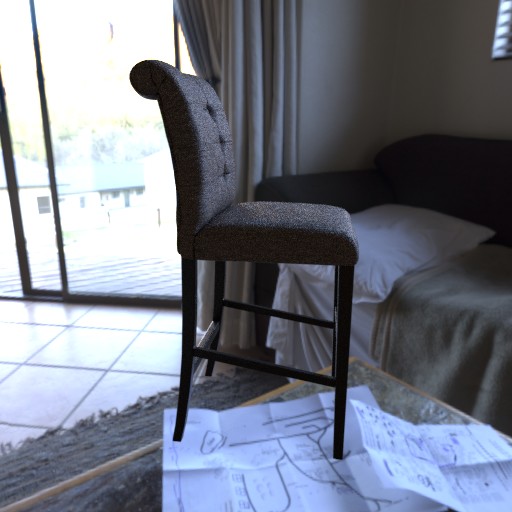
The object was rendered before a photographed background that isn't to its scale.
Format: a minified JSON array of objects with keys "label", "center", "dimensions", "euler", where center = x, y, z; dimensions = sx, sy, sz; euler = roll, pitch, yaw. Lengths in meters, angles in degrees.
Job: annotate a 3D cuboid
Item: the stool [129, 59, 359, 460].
[{"label":"stool","center":[0.000,0.000,1.426],"dimensions":[0.613,1.131,0.452],"euler":[2,15,8]}]
